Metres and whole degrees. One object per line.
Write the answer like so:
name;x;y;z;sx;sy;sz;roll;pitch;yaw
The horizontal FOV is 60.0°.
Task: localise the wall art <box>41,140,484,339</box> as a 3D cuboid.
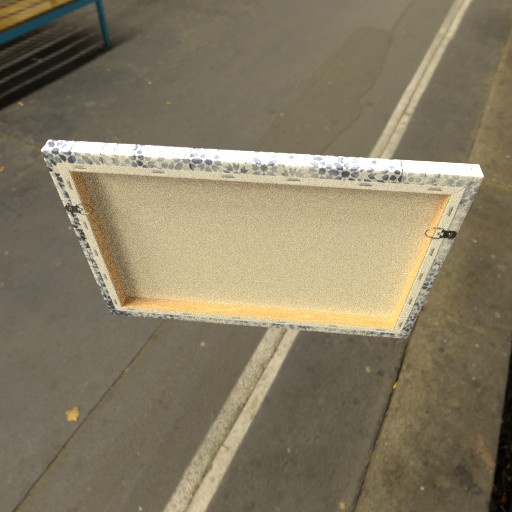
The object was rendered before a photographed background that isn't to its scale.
wall art;0.000;0.000;0.763;0.608;0.406;0.030;4;48;4
